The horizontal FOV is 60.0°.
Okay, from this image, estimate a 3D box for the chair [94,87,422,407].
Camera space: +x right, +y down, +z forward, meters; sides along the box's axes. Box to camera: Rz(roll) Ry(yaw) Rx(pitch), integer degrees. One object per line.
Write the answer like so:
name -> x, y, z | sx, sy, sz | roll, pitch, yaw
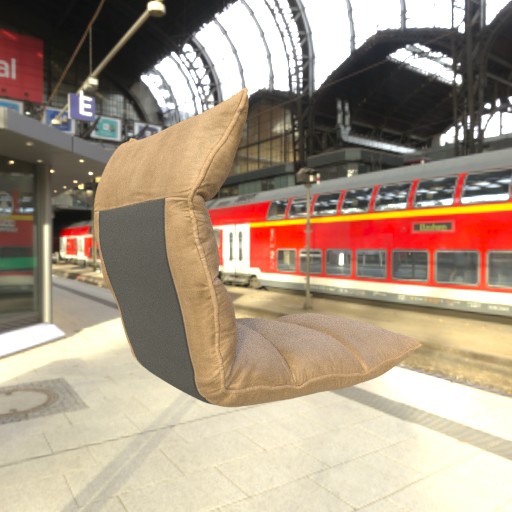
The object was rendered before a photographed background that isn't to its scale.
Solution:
chair -> 0.000, 0.000, 1.604 | 0.985, 0.892, 0.714 | -1, 2, -36
